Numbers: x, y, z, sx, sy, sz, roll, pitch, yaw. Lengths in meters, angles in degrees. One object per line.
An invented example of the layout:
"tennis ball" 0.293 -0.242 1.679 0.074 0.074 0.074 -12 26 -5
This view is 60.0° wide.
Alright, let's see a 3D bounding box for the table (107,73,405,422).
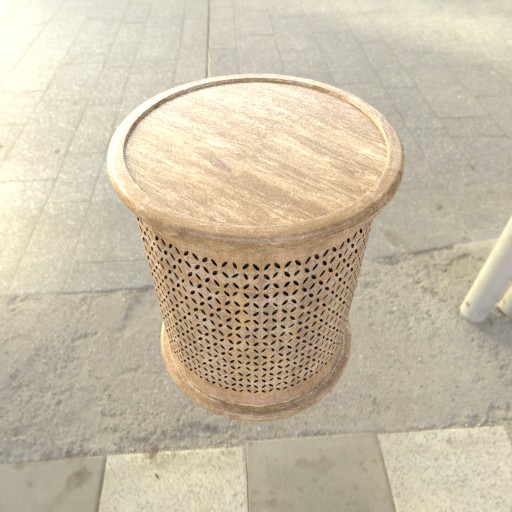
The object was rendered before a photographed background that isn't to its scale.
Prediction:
"table" 0.000 0.000 0.790 0.407 0.482 0.407 0 47 0
